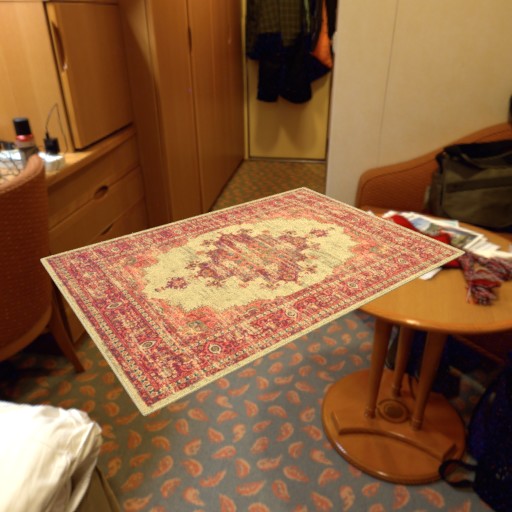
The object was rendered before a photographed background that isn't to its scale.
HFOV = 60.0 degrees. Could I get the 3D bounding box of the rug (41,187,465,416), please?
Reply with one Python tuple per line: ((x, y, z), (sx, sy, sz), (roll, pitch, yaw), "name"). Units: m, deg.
((0.000, 0.000, 3.644), (2.878, 0.014, 2.005), (-20, 34, -32), "rug")
